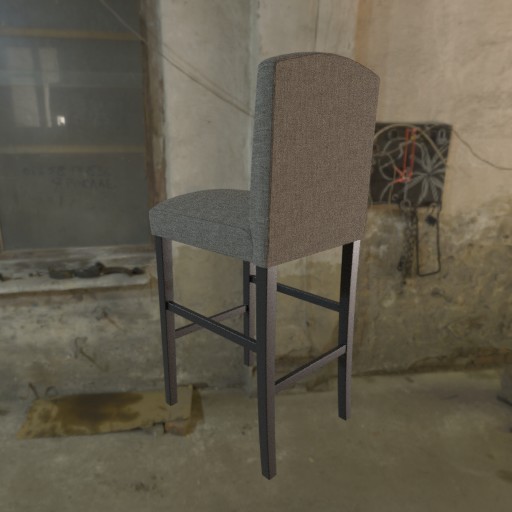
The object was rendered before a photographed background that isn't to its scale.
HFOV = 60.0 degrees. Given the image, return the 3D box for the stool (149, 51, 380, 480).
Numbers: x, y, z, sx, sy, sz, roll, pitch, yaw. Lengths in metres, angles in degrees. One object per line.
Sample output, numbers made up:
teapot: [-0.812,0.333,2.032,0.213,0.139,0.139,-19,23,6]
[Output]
stool: [0.000,0.000,1.416,0.451,1.138,0.552,-15,22,-43]
